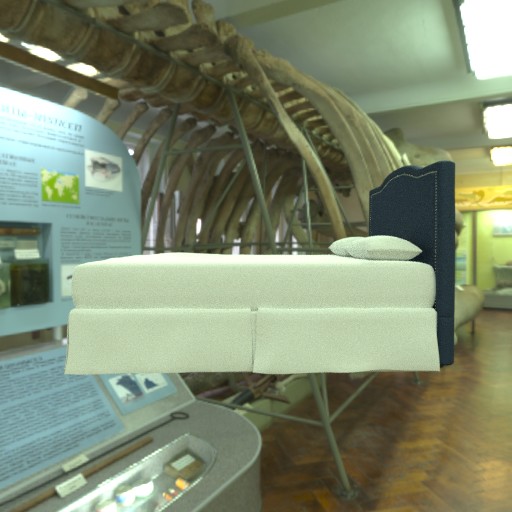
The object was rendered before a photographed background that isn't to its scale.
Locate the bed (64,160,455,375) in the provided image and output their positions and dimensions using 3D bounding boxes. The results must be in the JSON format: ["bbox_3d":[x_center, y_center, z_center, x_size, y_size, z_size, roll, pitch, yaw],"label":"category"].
[{"bbox_3d":[0.000,0.000,3.621,2.507,1.441,1.741,0,2,-1],"label":"bed"}]
